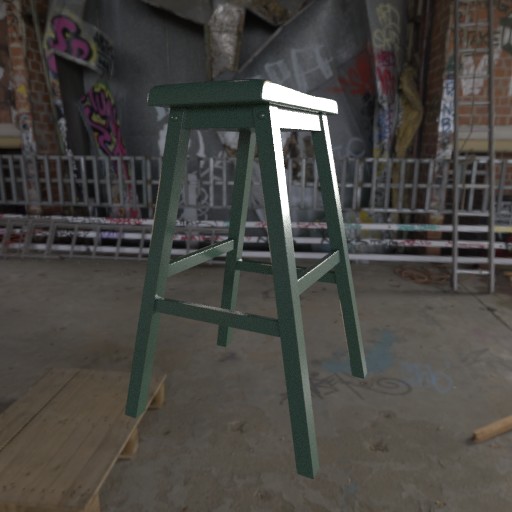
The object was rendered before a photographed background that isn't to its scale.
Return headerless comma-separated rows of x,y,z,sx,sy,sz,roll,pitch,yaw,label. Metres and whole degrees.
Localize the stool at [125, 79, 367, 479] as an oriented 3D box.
0.000,0.000,1.068,0.476,0.737,0.457,7,16,26,stool
